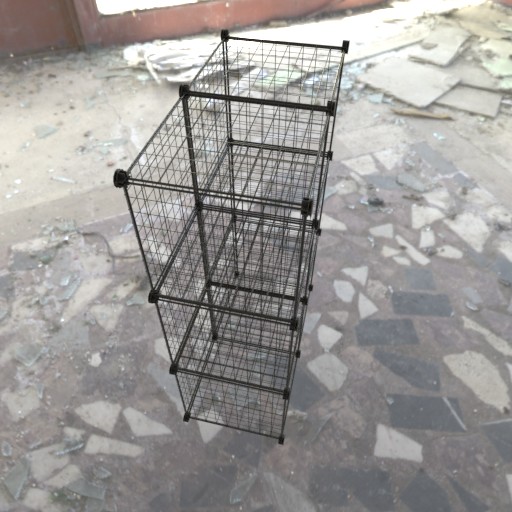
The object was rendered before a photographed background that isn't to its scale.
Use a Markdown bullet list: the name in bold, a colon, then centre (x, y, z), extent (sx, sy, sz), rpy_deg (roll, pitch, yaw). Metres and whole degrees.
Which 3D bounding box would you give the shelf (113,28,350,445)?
- **shelf**: centre (0.000, 0.000, 1.377), extent (0.356, 1.067, 0.711), rpy_deg (10, 48, 9)
